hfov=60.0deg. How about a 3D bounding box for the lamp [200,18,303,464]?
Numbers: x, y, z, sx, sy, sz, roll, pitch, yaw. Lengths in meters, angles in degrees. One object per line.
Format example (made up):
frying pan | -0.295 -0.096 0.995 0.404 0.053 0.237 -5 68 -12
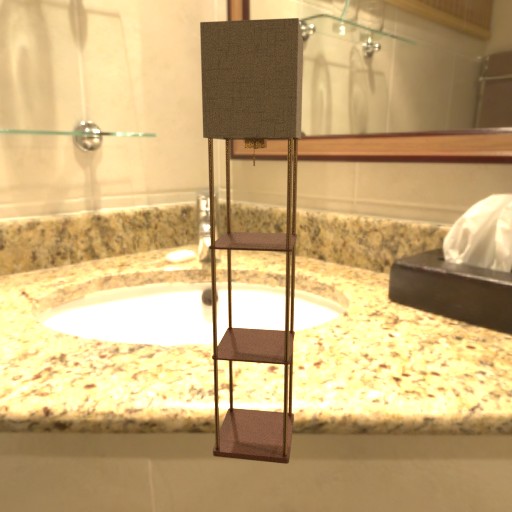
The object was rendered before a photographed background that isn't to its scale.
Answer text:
lamp | 0.000 0.000 1.698 0.308 1.569 0.310 2 14 8
